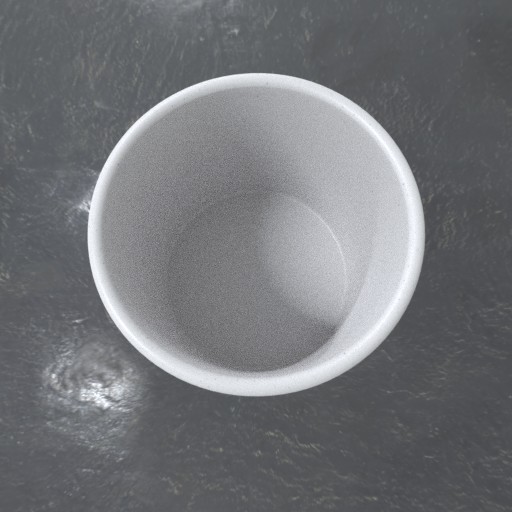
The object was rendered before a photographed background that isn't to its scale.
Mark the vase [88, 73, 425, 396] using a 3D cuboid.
[{"bbox_3d":[0.000,0.000,0.239,0.137,0.127,0.137,0,76,0],"label":"vase"}]
